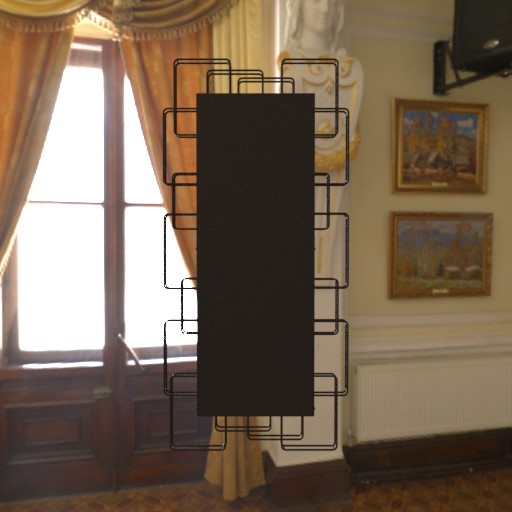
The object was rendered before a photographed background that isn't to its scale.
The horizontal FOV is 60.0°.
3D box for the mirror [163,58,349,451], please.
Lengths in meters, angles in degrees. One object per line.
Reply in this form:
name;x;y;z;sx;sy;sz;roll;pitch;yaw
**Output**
mirror;0.000;0.000;1.362;0.565;1.192;0.037;0;1;0
